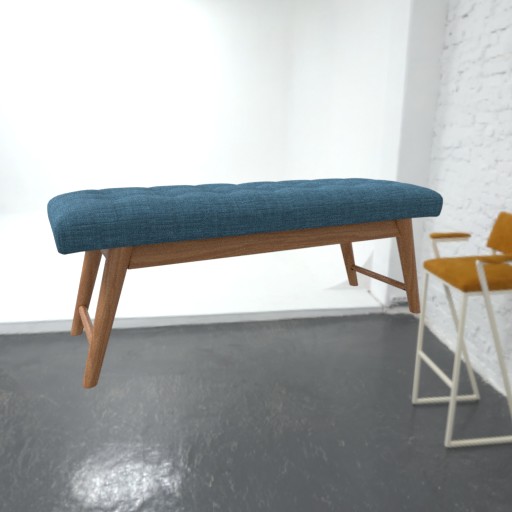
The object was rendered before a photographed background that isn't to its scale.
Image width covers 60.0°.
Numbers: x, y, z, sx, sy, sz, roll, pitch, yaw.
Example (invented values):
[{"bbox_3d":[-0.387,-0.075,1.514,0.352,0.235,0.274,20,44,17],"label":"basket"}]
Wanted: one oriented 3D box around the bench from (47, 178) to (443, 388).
[{"bbox_3d":[0.000,0.000,1.356,1.118,0.432,0.406,-7,16,-26],"label":"bench"}]
